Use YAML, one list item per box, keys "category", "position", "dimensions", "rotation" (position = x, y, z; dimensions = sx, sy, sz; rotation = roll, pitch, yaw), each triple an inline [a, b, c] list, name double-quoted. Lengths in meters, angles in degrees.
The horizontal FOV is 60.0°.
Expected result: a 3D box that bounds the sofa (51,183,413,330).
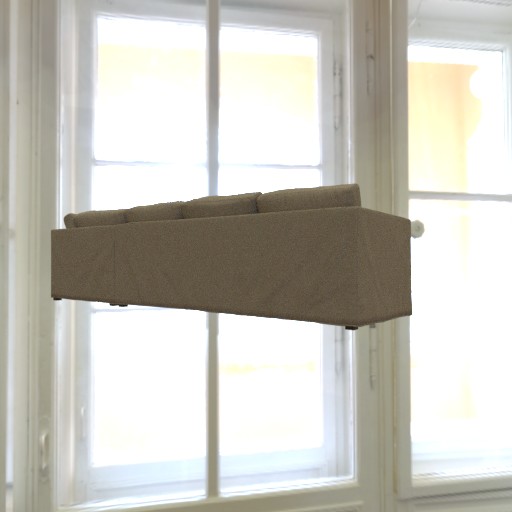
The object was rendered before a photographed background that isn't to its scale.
- category: "sofa"
  position: [0.000, 0.000, 4.310]
  dimensions: [3.182, 0.871, 2.432]
  rotation: [0, -1, 36]
